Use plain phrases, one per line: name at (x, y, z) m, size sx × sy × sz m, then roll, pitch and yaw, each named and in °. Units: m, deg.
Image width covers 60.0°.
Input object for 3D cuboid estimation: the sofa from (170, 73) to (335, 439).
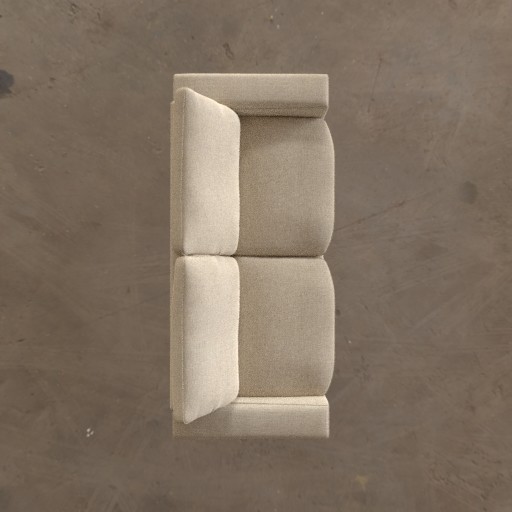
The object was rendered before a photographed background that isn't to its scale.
sofa at (0.000, 0.000, 2.881) m, size 1.040 × 0.922 × 2.299 m, roll 0°, pitch 90°, yaw 0°
